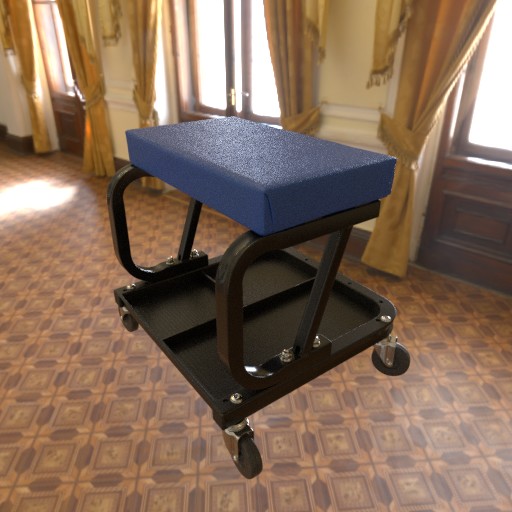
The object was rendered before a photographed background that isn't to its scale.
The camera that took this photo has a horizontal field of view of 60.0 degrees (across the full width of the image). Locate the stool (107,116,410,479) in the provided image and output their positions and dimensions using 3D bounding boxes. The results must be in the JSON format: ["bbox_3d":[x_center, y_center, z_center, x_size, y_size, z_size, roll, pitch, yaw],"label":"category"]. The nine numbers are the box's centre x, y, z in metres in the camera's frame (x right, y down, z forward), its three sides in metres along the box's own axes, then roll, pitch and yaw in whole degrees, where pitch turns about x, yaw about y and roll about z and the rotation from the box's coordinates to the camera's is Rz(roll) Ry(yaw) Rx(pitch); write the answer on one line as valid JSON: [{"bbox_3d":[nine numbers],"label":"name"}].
[{"bbox_3d":[0.000,0.000,0.725,0.371,0.380,0.446,-19,32,-32],"label":"stool"}]
